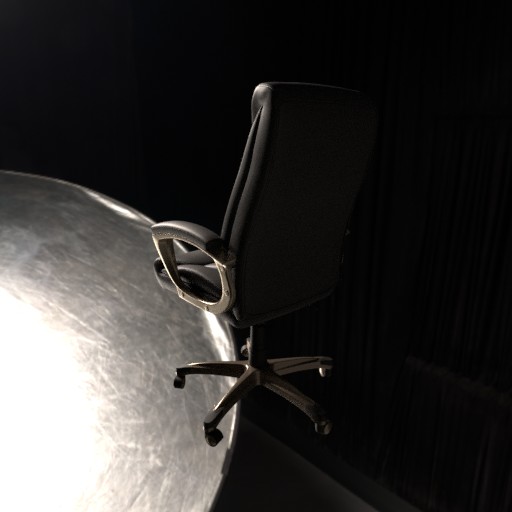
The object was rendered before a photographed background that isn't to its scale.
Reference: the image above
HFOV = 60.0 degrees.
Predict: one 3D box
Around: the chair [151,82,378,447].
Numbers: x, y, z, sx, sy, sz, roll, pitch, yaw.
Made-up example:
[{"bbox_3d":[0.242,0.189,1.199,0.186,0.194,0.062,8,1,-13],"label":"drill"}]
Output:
[{"bbox_3d":[0.000,0.000,1.695,0.694,1.188,0.748,-14,21,-41],"label":"chair"}]
